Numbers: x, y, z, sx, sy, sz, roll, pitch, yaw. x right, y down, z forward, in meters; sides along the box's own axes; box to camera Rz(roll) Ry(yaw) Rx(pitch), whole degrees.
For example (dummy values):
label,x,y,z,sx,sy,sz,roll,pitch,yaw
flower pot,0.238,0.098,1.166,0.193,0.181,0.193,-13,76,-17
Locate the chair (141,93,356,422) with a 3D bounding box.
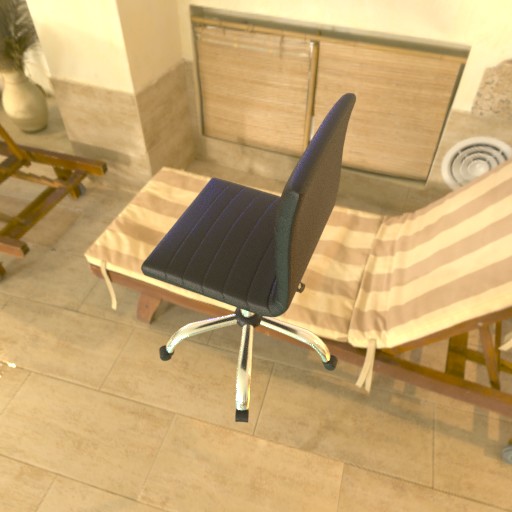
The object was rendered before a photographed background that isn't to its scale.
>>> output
label,x,y,z,sx,sy,sz,roll,pitch,yaw
chair,0.000,0.000,1.157,0.530,0.780,0.556,16,48,15
